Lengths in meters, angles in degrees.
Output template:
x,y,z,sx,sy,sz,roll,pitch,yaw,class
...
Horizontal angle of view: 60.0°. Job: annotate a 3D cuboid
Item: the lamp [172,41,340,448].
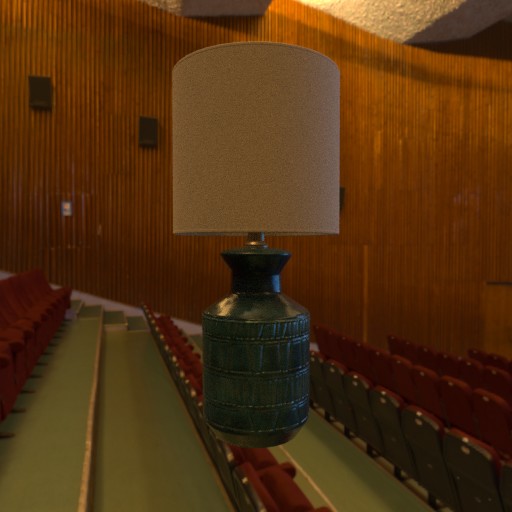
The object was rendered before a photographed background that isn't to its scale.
x,y,z,sx,sy,sz,roll,pitch,yaw,class
0.000,0.000,0.574,0.211,0.455,0.211,0,1,-19,lamp
